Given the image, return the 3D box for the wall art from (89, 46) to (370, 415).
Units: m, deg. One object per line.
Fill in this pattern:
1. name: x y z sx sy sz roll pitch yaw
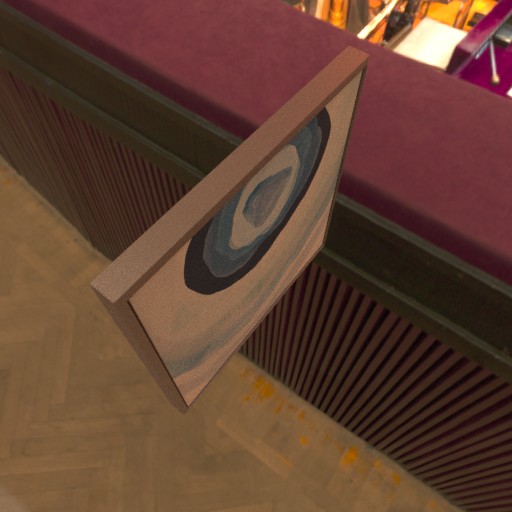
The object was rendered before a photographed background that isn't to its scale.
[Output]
1. wall art: 0.000 0.000 0.527 0.028 0.349 0.349 33 64 19
